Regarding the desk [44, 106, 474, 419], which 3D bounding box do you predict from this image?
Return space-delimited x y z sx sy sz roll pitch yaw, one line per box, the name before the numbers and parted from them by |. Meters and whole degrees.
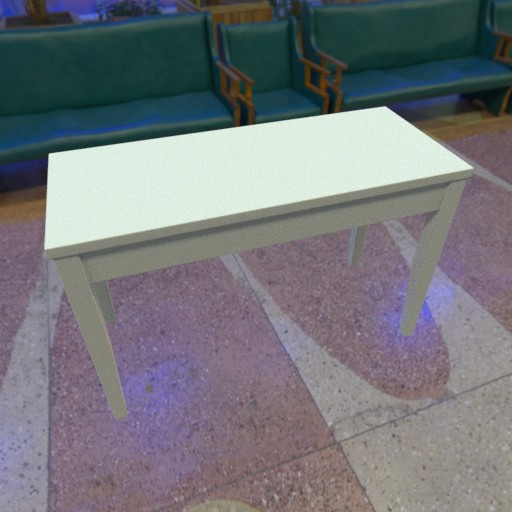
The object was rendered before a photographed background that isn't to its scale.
desk | 0.000 0.000 1.621 1.220 0.775 0.508 -12 42 -14
